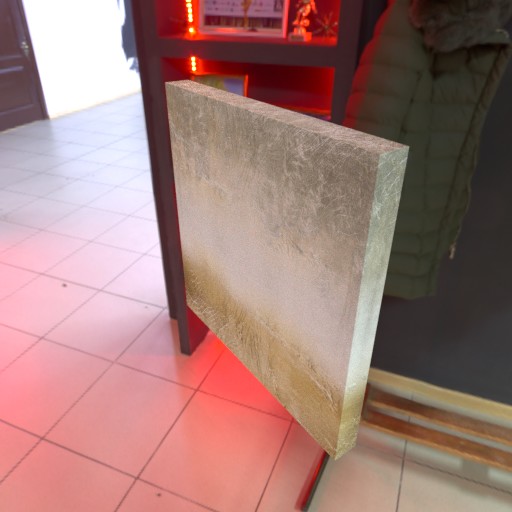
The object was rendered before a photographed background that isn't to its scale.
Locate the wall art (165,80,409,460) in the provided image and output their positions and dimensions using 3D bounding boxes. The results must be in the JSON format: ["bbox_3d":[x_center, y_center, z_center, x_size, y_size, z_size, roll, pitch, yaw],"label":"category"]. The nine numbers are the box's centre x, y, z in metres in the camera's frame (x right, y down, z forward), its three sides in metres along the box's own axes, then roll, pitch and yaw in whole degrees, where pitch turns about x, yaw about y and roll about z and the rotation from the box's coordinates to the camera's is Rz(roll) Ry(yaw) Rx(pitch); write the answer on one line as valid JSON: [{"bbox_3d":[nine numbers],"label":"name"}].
[{"bbox_3d":[0.000,0.000,0.620,0.038,0.407,0.405,-20,36,-30],"label":"wall art"}]
